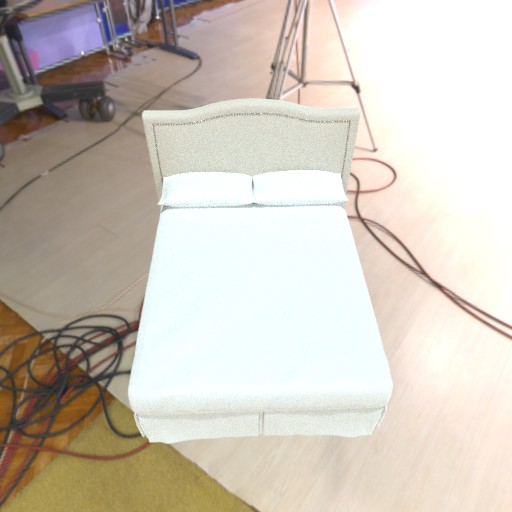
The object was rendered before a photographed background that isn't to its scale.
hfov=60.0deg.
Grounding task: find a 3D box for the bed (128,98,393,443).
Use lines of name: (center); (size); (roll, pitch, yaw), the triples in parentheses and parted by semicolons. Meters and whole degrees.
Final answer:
bed: (0.000, 0.000, 3.286); (1.753, 1.460, 2.143); (-1, 45, -1)
